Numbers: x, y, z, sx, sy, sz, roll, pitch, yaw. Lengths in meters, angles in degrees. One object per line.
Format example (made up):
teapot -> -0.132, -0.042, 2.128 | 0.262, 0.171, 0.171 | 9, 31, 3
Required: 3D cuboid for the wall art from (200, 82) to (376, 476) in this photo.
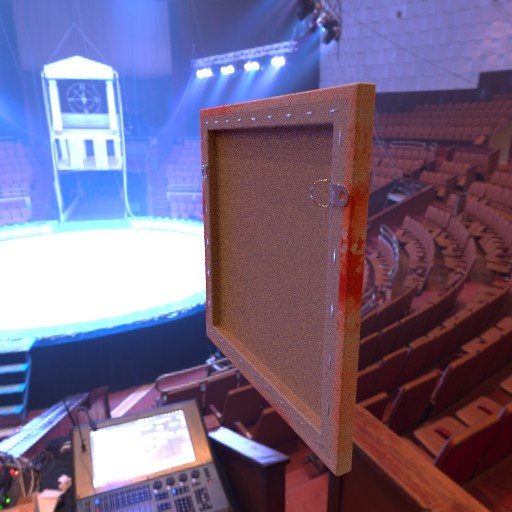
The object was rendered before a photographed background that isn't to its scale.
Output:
wall art -> 0.000, 0.000, 1.122 | 0.064, 0.746, 0.747 | -7, 16, -26
